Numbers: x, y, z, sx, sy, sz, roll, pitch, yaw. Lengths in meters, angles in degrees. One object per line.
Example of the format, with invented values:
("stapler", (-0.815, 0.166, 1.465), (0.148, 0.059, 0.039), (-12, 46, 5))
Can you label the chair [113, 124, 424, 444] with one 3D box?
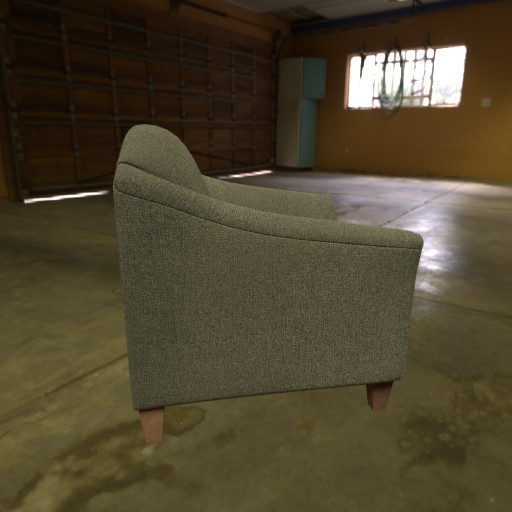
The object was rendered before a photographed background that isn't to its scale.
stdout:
("chair", (0.000, 0.000, 1.477), (0.787, 0.839, 0.763), (-3, 16, -10))
